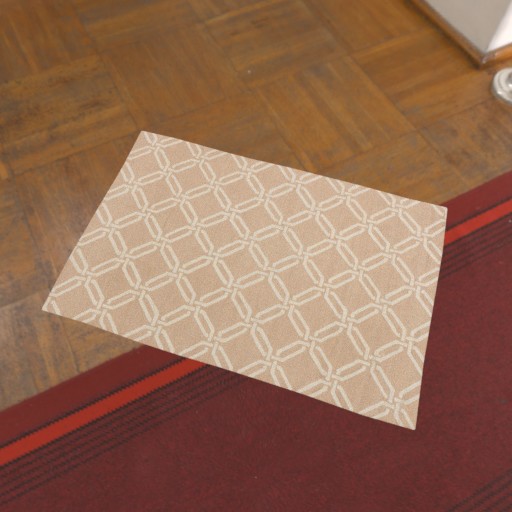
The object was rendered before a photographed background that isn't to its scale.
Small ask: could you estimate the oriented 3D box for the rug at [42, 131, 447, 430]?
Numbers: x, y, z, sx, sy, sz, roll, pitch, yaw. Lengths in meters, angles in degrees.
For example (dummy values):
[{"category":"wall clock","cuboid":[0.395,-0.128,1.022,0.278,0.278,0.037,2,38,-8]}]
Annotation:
[{"category":"rug","cuboid":[0.000,0.000,2.180,1.745,0.010,1.146,16,65,8]}]
